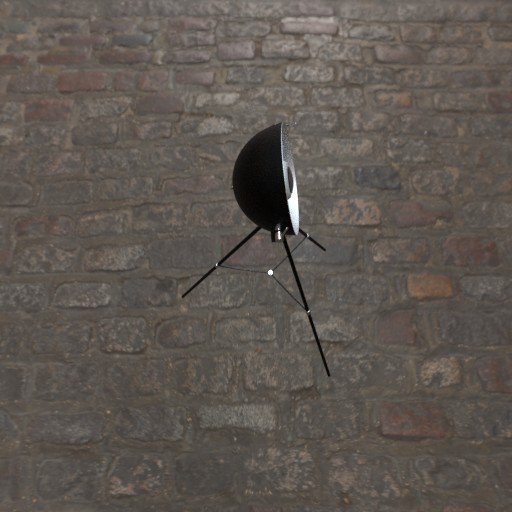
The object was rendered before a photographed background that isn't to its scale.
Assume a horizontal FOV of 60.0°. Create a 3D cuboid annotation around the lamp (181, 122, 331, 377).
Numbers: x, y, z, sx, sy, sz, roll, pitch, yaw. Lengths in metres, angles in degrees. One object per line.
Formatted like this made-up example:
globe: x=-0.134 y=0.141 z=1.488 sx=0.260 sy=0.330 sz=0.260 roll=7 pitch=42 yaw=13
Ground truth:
lamp: x=0.000 y=0.000 z=2.032 sx=0.920 sy=1.512 sz=0.817 roll=0 pitch=64 yaw=0
